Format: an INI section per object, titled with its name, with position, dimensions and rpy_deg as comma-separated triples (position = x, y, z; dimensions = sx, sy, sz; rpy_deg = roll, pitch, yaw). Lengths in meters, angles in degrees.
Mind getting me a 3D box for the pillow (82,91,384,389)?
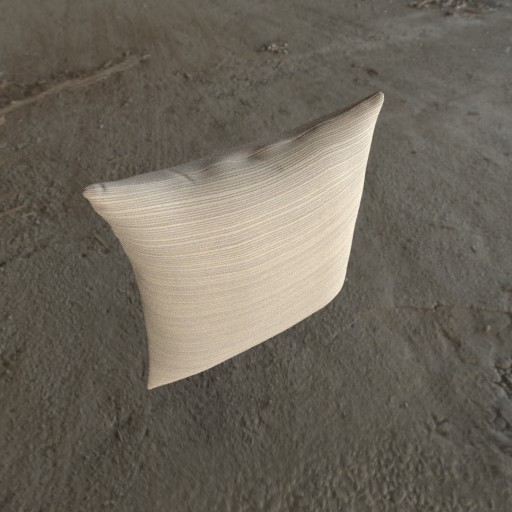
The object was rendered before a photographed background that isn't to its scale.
[pillow]
position = 0.000, 0.000, 0.812
dimensions = 0.512, 0.497, 0.204
rpy_deg = -25, 50, -22
